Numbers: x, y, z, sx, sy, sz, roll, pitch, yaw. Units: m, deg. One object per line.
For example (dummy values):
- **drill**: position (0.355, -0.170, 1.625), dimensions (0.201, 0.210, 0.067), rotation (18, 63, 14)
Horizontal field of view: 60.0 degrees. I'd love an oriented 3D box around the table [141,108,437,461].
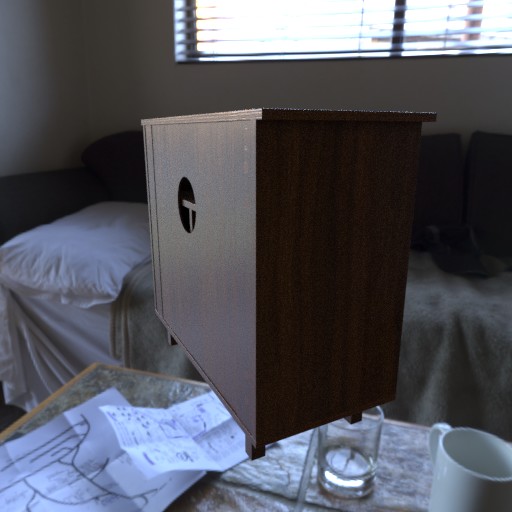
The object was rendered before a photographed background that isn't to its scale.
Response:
- **table**: position (0.000, 0.000, 1.212), dimensions (0.390, 0.725, 0.802), rotation (-8, 18, -26)
